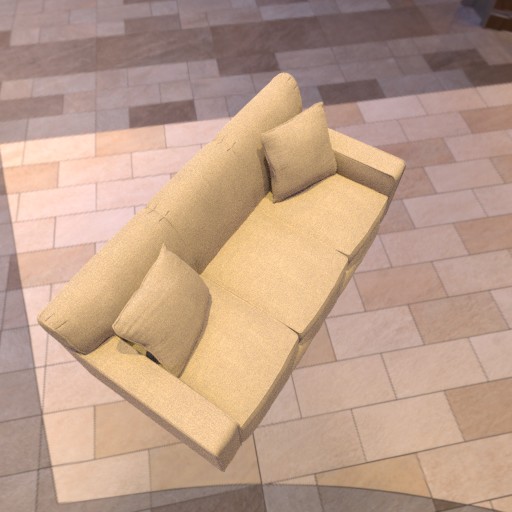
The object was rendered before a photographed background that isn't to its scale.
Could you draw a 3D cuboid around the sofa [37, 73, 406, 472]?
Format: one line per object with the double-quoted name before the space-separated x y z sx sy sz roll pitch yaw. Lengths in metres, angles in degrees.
"sofa" 0.000 0.000 2.557 0.997 0.958 2.024 29 62 17
